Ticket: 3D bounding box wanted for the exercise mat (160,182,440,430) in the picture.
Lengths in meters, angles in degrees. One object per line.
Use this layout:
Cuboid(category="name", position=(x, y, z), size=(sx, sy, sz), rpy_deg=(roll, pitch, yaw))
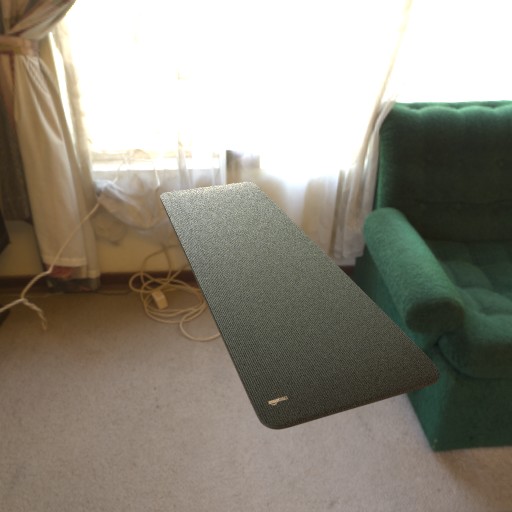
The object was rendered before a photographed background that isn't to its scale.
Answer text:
Cuboid(category="exercise mat", position=(0.000, 0.000, 2.074), size=(0.616, 0.021, 1.869), rpy_deg=(-10, 32, -17))
